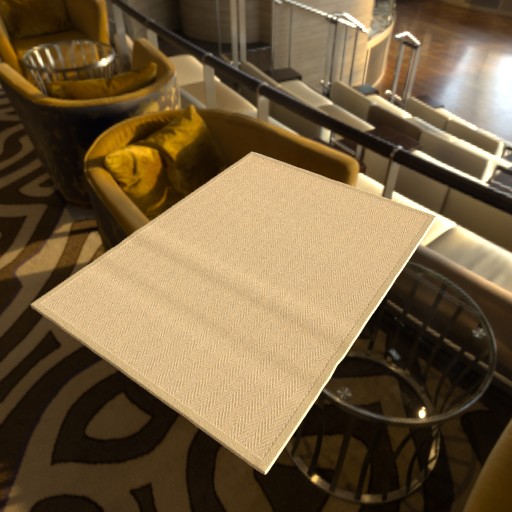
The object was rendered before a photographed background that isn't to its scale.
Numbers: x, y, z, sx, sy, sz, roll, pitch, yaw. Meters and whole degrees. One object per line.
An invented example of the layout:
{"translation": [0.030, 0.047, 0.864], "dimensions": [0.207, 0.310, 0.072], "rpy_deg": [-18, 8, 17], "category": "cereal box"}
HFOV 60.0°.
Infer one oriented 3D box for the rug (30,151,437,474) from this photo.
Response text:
{"translation": [0.000, 0.000, 4.769], "dimensions": [2.734, 0.037, 3.659], "rpy_deg": [25, 48, 25], "category": "rug"}
